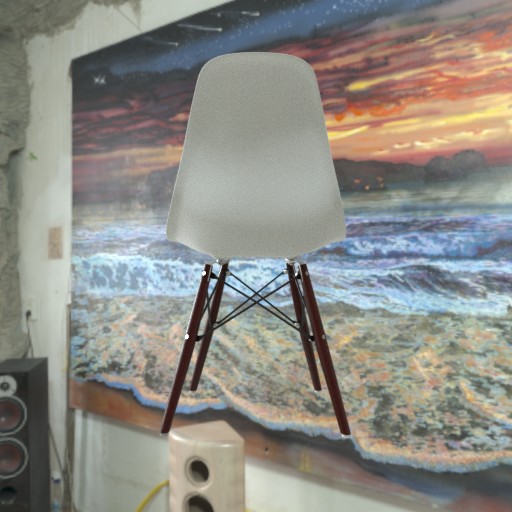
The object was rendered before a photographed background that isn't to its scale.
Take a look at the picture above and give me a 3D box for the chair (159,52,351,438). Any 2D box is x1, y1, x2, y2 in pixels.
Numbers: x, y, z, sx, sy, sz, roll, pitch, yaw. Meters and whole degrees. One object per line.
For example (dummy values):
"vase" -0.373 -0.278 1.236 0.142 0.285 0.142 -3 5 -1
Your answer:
"chair" 0.000 0.000 1.161 0.470 0.826 0.533 0 0 -1
